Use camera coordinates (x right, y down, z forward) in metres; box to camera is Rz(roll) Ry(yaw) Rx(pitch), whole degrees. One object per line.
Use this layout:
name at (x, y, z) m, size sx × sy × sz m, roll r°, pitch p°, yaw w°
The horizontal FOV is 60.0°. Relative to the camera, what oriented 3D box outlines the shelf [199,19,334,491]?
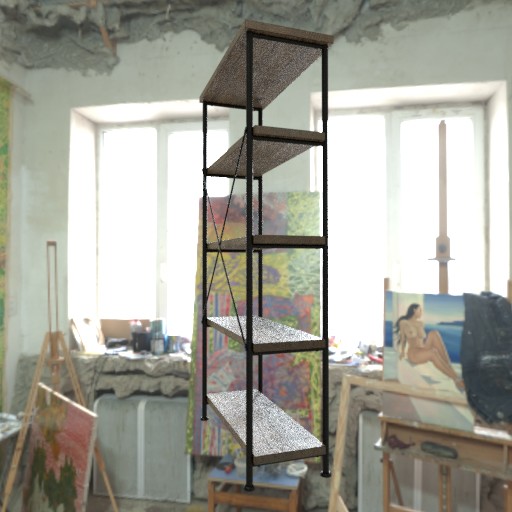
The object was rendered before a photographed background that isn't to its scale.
shelf at (0.000, 0.000, 2.026) m, size 0.360 × 1.700 × 0.800 m, roll 0°, pitch -1°, yaw -19°
